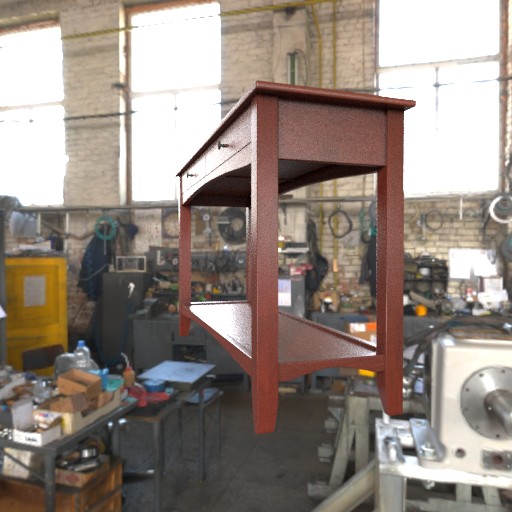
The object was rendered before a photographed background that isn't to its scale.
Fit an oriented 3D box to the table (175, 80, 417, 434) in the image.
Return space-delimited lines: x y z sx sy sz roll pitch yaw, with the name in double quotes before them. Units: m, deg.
"table" 0.000 0.000 1.531 0.392 0.739 1.188 0 1 -18
